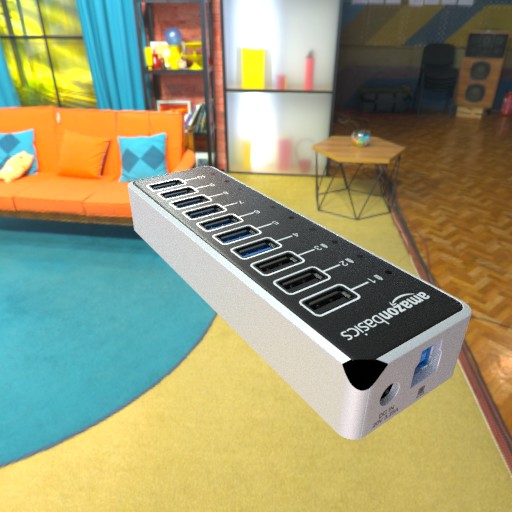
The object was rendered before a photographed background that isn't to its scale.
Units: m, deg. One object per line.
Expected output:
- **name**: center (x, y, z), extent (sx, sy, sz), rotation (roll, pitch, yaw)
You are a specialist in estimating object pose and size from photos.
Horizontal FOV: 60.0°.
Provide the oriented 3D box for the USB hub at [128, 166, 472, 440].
- **USB hub**: center (0.000, 0.000, 0.164), extent (0.044, 0.023, 0.145), rotation (-19, 35, -29)
